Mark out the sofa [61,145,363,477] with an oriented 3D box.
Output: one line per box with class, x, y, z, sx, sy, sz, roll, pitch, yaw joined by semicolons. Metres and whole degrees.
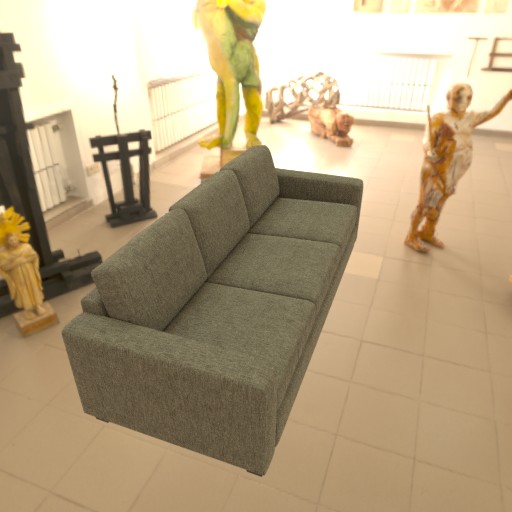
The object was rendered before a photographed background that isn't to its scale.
sofa;0.000;0.000;2.587;0.900;0.800;2.160;11;32;18
